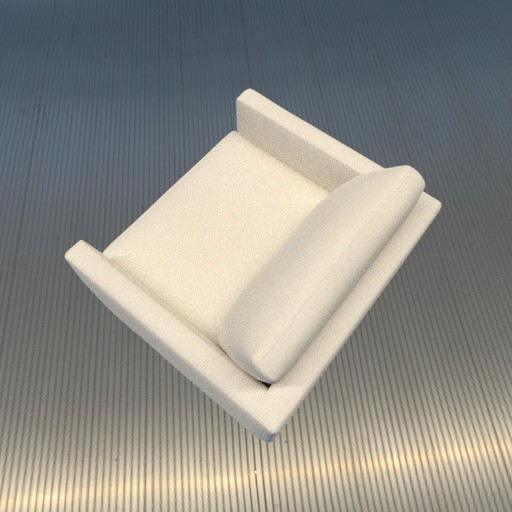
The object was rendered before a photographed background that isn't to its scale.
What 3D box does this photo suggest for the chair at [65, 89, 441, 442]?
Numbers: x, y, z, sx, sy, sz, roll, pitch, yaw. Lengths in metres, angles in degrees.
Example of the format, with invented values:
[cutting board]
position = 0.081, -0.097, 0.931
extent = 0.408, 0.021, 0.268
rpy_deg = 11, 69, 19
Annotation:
[chair]
position = 0.000, 0.000, 1.639
extent = 0.875, 0.806, 0.964
rpy_deg = 36, 69, 16
